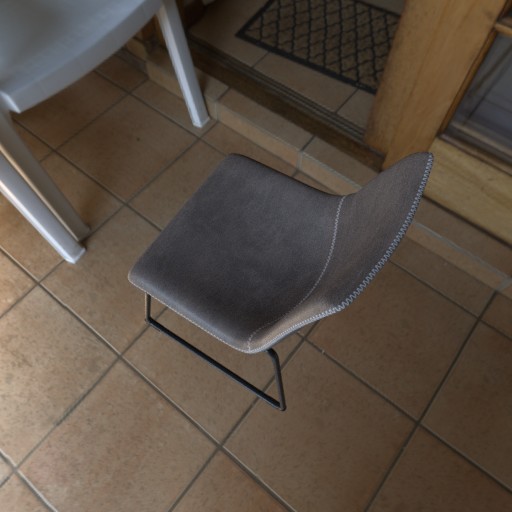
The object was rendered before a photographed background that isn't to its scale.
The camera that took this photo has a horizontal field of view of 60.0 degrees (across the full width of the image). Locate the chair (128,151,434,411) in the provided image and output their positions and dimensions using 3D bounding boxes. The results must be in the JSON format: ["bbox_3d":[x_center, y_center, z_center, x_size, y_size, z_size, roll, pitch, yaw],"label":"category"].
[{"bbox_3d":[0.000,0.000,1.086,0.550,0.780,0.460,30,67,14],"label":"chair"}]
